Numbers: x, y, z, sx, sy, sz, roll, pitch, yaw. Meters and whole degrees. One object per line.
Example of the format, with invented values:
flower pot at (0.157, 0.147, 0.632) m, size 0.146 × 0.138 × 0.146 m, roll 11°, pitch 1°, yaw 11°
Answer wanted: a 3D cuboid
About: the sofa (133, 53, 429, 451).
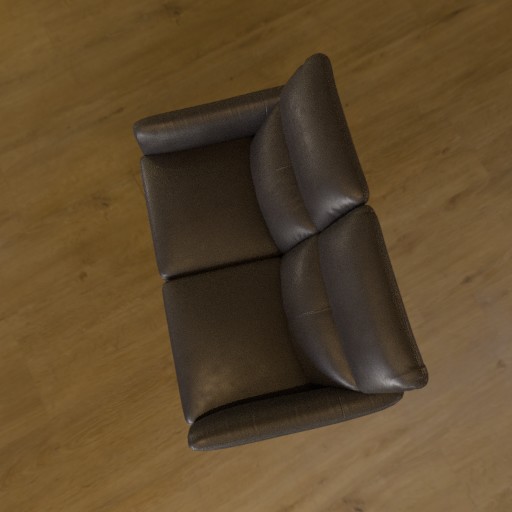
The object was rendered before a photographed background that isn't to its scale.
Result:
sofa at (0.000, 0.000, 2.097) m, size 0.958 × 0.920 × 1.596 m, roll -12°, pitch 76°, yaw -3°
